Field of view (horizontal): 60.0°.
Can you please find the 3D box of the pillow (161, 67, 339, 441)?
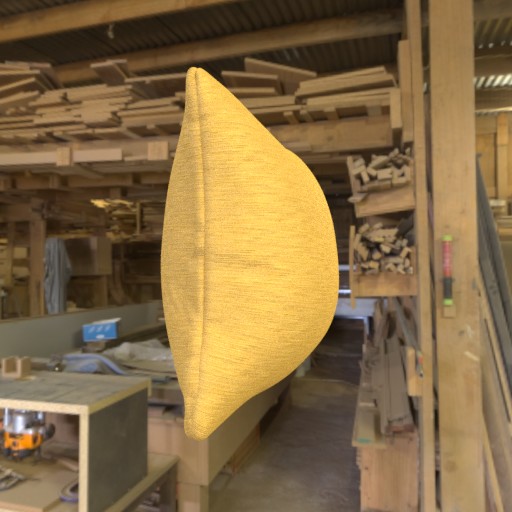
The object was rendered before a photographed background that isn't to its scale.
[{"bbox_3d":[0.000,0.000,0.689,0.247,0.417,0.435,-1,-2,19],"label":"pillow"}]
